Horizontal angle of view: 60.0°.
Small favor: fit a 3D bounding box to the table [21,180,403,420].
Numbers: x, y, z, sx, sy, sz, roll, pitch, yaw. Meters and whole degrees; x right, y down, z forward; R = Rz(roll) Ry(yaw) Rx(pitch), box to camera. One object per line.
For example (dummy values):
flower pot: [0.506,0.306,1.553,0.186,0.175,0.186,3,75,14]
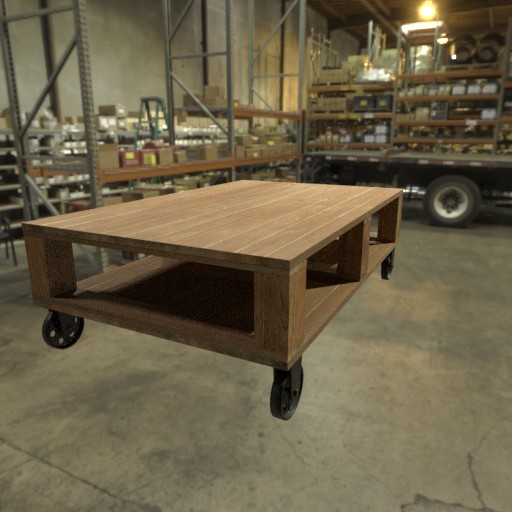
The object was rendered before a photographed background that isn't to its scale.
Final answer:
table: [0.000,0.000,1.686,0.827,0.413,1.299,8,18,26]
